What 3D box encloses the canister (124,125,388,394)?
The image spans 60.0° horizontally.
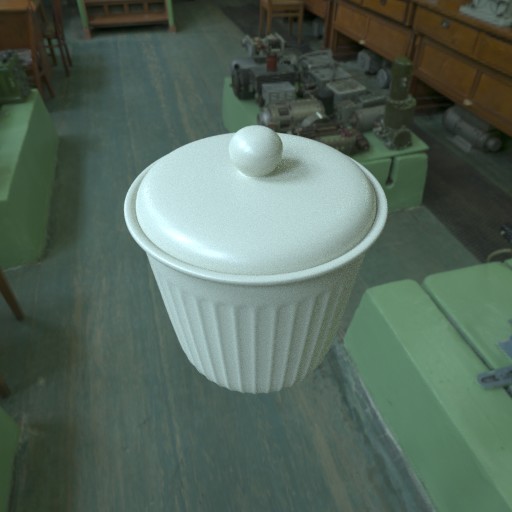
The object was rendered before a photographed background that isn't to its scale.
[{"bbox_3d":[0.000,0.000,0.349,0.181,0.211,0.181,0,40,0],"label":"canister"}]
